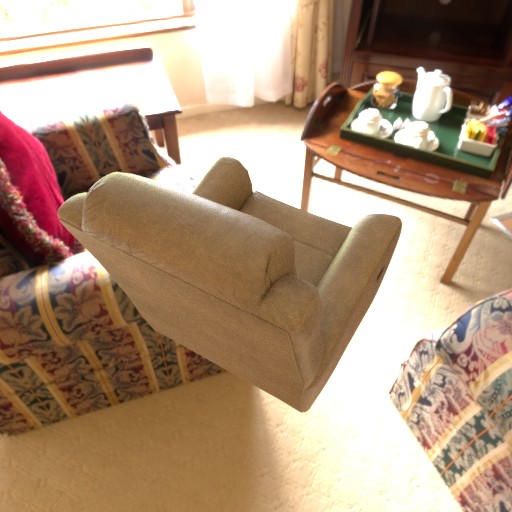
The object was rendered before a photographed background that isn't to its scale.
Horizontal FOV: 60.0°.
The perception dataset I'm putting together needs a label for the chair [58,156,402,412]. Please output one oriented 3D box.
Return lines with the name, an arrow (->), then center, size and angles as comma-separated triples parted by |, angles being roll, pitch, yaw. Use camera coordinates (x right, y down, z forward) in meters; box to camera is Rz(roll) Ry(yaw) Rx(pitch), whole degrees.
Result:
chair -> 0.000, 0.000, 1.879 | 0.965, 1.116, 1.068 | 24, 51, 21
